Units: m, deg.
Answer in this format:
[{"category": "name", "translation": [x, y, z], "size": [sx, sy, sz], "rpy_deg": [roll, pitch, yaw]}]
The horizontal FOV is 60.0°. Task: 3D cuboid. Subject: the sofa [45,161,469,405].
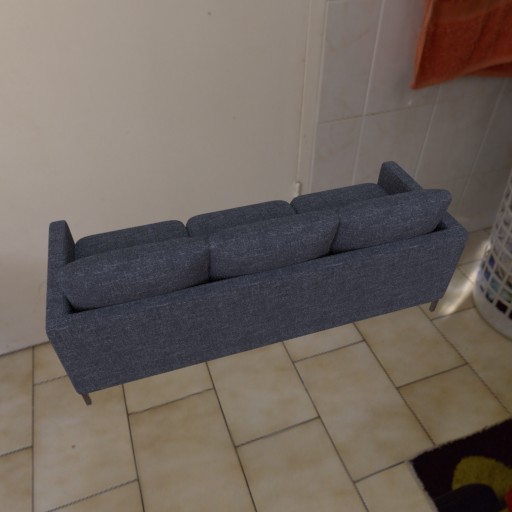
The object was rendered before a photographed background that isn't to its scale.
[{"category": "sofa", "translation": [0.000, 0.000, 2.630], "size": [2.218, 0.874, 0.859], "rpy_deg": [-12, 44, -13]}]
